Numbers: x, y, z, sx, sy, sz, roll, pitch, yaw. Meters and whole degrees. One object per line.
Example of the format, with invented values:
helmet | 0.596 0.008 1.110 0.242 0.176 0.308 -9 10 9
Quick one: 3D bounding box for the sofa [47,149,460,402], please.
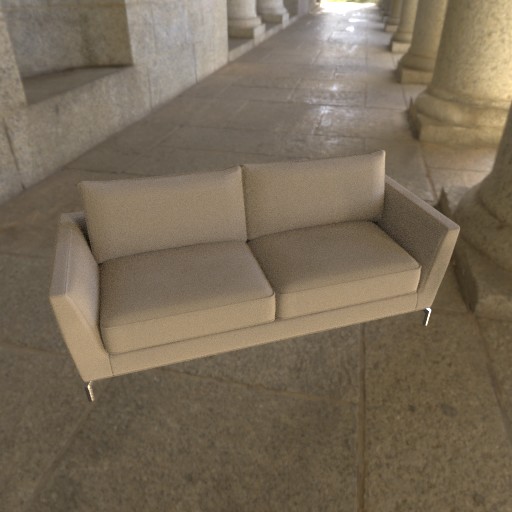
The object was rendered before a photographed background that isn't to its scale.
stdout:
sofa | 0.000 0.000 2.714 2.214 1.005 0.868 -9 34 -14
